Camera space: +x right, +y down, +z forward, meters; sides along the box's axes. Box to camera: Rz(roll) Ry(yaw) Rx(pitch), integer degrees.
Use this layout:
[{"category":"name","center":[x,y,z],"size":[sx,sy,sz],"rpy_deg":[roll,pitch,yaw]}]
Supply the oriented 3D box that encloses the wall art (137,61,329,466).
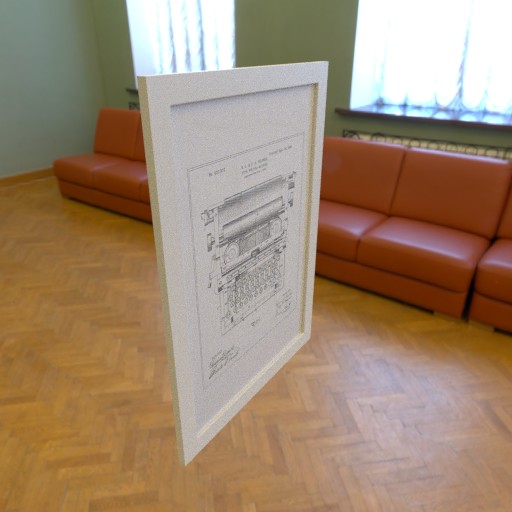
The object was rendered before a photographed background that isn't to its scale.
[{"category":"wall art","center":[0.000,0.000,0.678],"size":[0.013,0.533,0.381],"rpy_deg":[17,31,31]}]
